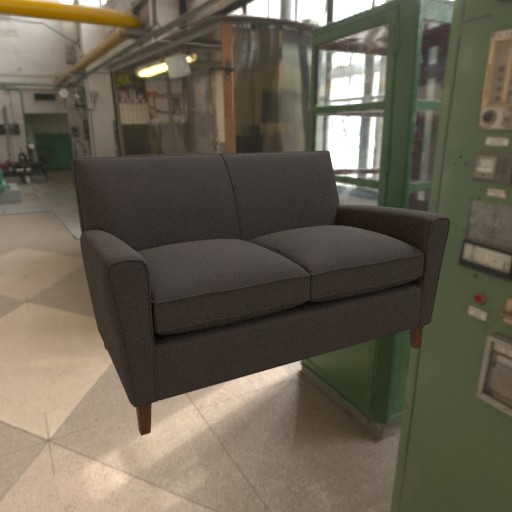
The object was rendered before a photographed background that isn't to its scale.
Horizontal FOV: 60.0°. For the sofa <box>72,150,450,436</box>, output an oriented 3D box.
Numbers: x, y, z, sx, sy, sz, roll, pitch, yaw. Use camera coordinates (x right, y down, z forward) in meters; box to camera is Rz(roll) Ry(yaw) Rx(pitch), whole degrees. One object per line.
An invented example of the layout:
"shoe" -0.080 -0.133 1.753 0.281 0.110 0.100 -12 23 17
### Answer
"sofa" 0.000 0.000 1.967 1.420 0.846 0.871 -9 18 -27
